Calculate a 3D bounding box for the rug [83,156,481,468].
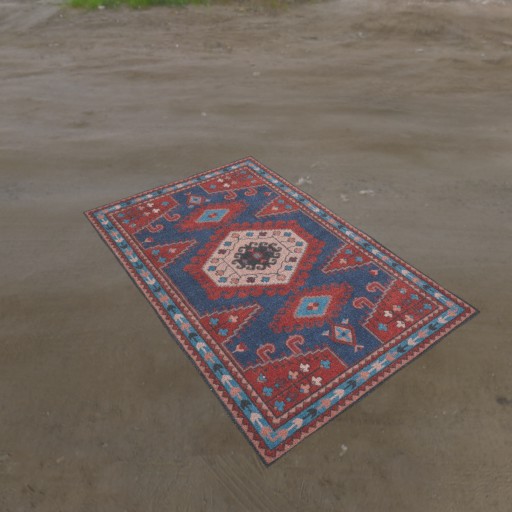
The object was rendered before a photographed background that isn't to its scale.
[{"bbox_3d":[0.000,0.000,2.297,1.207,0.012,1.820,-25,46,-26],"label":"rug"}]
